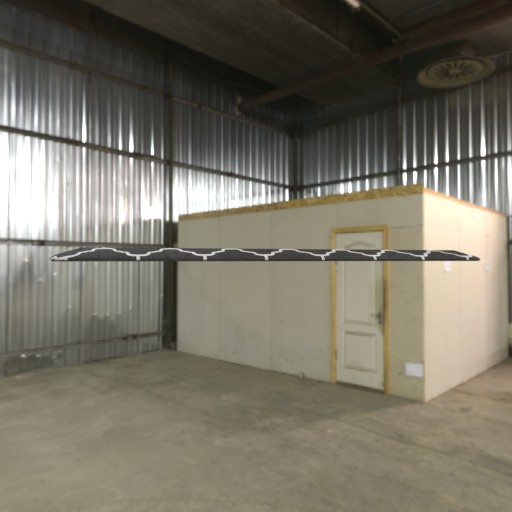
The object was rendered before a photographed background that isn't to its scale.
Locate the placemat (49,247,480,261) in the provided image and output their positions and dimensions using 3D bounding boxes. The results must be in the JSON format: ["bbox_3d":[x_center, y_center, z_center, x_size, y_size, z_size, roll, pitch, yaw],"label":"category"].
[{"bbox_3d":[0.000,0.000,0.962,0.762,0.021,0.508,0,0,-17],"label":"placemat"}]
